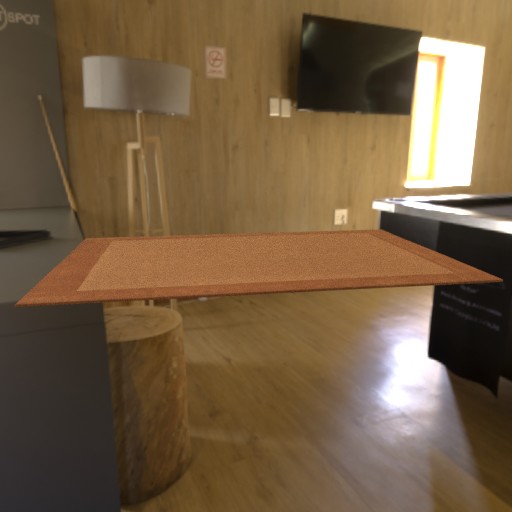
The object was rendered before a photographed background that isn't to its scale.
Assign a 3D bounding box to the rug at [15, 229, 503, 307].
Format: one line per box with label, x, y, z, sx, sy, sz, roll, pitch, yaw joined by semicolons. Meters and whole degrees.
rug;0.000;0.000;2.907;2.438;0.014;1.524;-2;14;-9
